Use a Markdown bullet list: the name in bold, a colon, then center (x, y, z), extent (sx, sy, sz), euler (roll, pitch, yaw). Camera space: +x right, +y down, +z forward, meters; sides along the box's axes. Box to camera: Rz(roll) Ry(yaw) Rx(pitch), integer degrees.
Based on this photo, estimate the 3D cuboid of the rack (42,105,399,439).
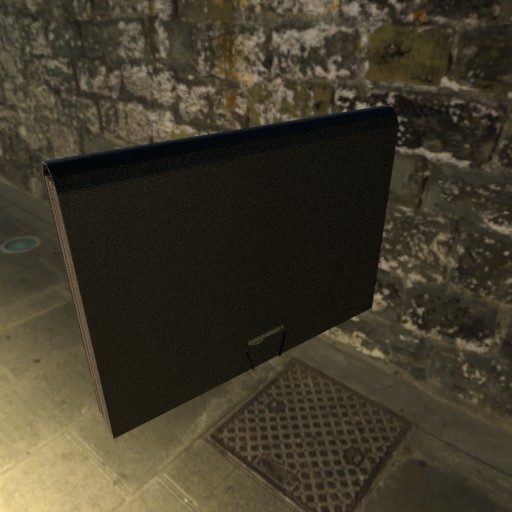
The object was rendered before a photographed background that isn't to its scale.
- **rack**: center (0.000, 0.000, 0.423), extent (0.330, 0.241, 0.041), euler (-19, 34, -31)
